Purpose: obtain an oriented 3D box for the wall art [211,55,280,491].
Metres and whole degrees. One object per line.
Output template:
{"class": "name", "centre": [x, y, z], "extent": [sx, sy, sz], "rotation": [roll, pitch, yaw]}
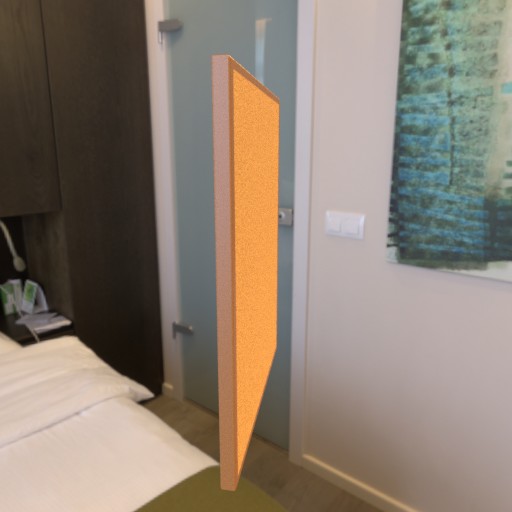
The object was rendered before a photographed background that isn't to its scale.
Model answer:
{"class": "wall art", "centre": [0.000, 0.000, 0.519], "extent": [0.015, 0.379, 0.310], "rotation": [2, 14, 9]}
